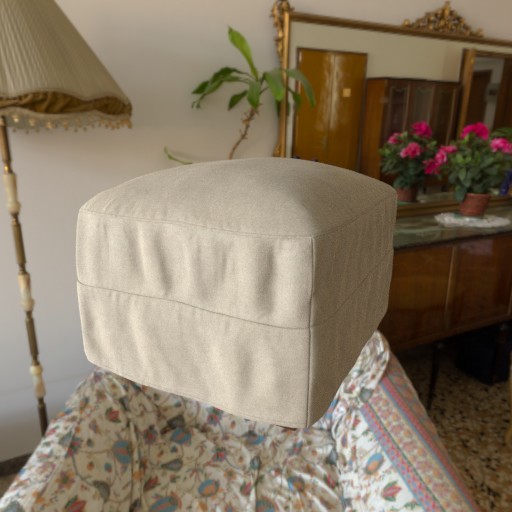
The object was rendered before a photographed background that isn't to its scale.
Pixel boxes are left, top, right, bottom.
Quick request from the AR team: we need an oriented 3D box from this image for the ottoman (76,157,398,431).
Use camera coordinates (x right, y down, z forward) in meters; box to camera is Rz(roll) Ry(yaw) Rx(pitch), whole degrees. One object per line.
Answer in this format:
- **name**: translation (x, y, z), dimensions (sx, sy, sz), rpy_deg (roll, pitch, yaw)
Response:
- **ottoman**: translation (0.000, 0.000, 1.119), dimensions (0.584, 0.480, 0.712), rpy_deg (8, 18, 26)
